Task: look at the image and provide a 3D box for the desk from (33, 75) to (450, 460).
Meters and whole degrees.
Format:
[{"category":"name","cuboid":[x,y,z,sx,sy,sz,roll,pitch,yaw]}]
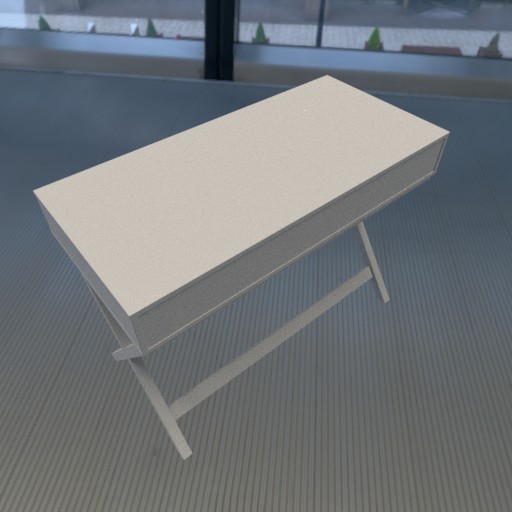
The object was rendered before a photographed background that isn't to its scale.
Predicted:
[{"category":"desk","cuboid":[0.000,0.000,1.500,1.057,0.780,0.525,-31,53,-26]}]
